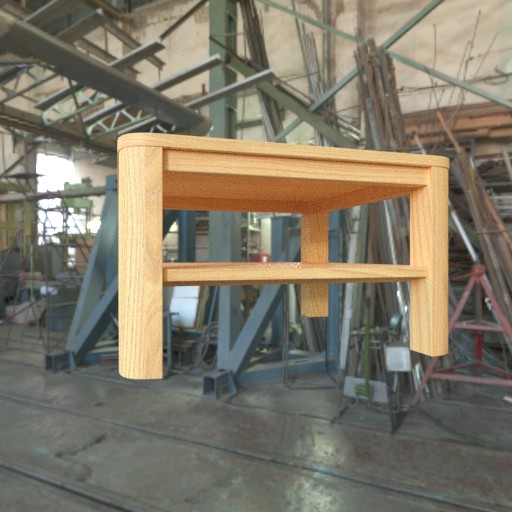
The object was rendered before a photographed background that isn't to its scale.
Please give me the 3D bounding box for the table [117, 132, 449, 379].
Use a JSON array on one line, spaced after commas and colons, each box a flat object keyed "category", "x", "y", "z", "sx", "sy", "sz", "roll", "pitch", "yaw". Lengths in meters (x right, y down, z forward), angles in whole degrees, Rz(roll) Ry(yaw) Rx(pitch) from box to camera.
[{"category": "table", "x": 0.000, "y": 0.000, "z": 1.258, "sx": 0.750, "sy": 0.450, "sz": 0.750, "roll": 0, "pitch": 0, "yaw": -17}]
